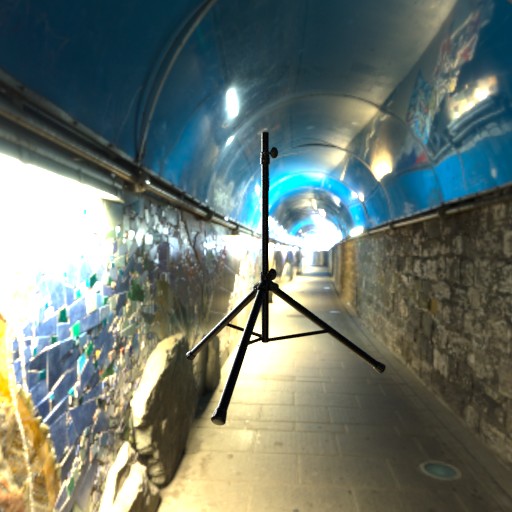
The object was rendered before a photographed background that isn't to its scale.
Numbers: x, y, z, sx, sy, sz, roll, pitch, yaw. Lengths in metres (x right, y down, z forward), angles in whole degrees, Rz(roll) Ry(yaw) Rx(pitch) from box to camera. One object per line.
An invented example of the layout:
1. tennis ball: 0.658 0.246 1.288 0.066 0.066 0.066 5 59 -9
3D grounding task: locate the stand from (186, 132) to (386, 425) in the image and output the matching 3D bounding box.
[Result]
1. stand: 0.000 0.000 1.891 1.045 1.136 0.907 0 0 17
